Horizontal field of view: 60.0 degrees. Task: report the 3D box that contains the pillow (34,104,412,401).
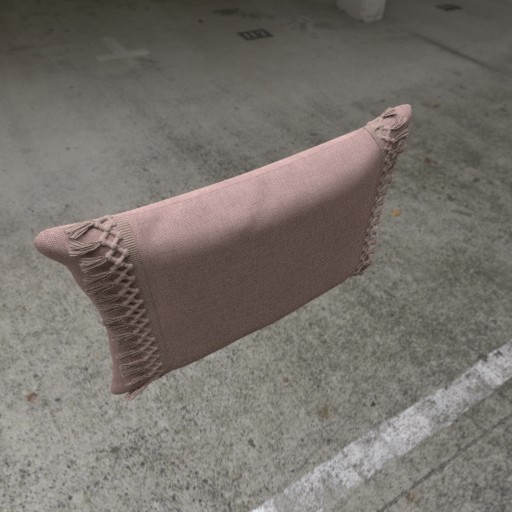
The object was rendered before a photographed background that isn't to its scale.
[{"bbox_3d":[0.000,0.000,0.582,0.466,0.305,0.084,-24,51,-21],"label":"pillow"}]
